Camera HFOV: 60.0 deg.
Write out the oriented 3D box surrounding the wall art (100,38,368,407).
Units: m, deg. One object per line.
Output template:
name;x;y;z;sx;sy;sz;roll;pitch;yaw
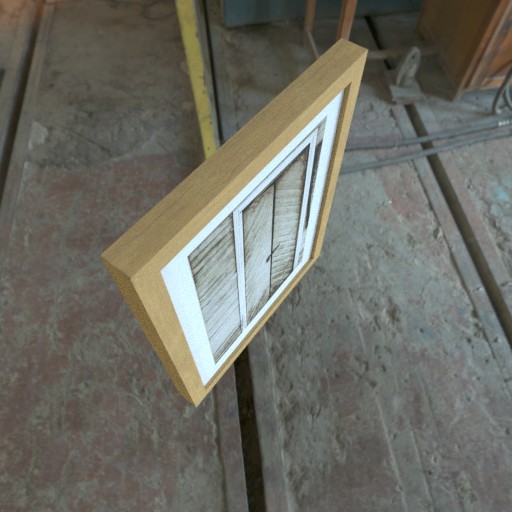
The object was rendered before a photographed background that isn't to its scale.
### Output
wall art;0.000;0.000;0.524;0.030;0.380;0.312;33;64;18
